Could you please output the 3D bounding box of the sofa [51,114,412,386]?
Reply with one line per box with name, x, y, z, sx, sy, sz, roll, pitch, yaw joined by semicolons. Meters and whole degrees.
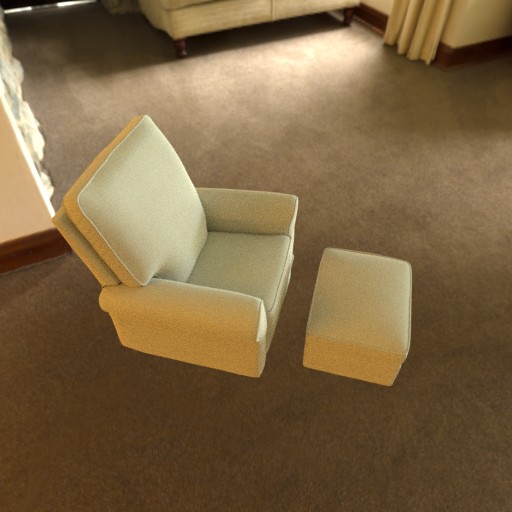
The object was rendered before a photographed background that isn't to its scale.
sofa;0.000;0.000;2.067;1.478;0.959;0.880;11;48;10
